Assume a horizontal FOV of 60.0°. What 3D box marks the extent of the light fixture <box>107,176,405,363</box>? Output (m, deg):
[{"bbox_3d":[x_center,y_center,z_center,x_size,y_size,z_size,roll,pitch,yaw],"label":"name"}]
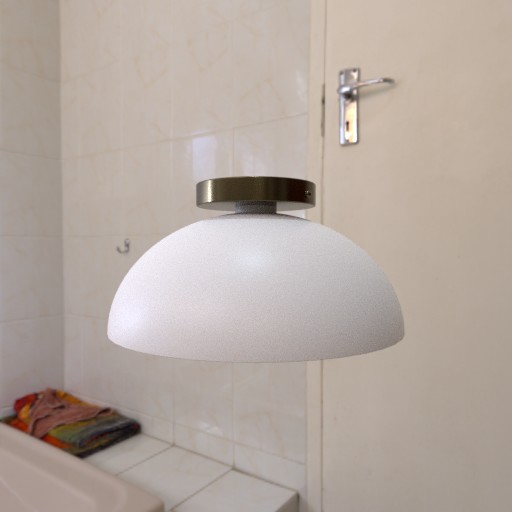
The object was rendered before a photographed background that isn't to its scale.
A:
[{"bbox_3d":[0.000,0.000,0.556,0.355,0.177,0.355,0,1,0],"label":"light fixture"}]
